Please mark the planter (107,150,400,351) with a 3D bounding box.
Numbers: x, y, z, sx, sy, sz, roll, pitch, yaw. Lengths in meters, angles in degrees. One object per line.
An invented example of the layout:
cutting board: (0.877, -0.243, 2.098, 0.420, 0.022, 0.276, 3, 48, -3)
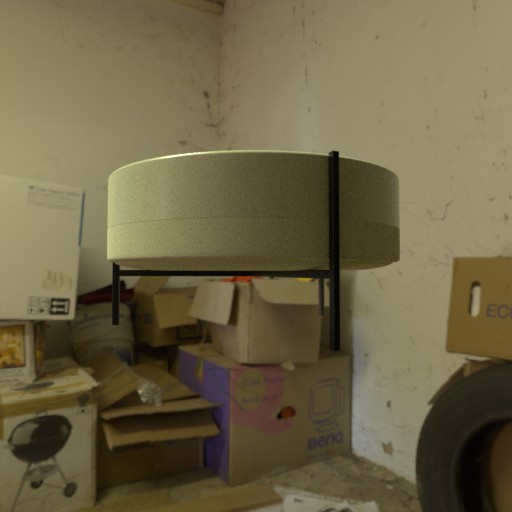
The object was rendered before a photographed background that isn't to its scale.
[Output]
planter: (0.000, 0.000, 0.539, 0.336, 0.171, 0.345, -1, -2, 36)
